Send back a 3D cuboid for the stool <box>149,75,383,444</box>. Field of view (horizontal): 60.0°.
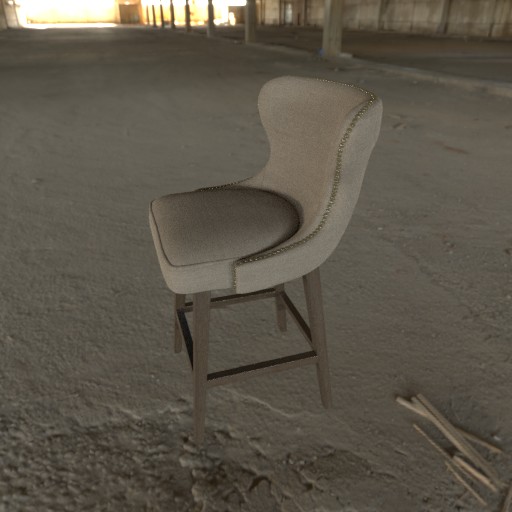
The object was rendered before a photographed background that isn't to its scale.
[{"bbox_3d":[0.000,0.000,1.363,0.597,0.972,0.615,-9,30,-15],"label":"stool"}]
